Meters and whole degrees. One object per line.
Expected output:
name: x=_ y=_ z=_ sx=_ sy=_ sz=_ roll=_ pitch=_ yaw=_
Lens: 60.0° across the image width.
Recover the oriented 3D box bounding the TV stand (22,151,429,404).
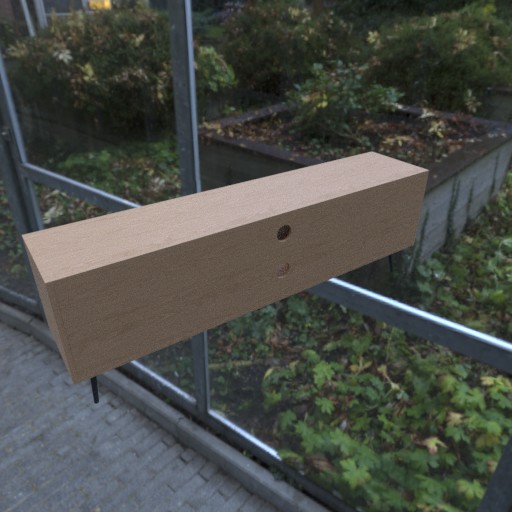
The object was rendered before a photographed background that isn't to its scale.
TV stand: x=0.000 y=0.000 z=2.009 sx=1.760 sy=0.580 sz=0.400 roll=-19 pitch=35 yaw=-29
